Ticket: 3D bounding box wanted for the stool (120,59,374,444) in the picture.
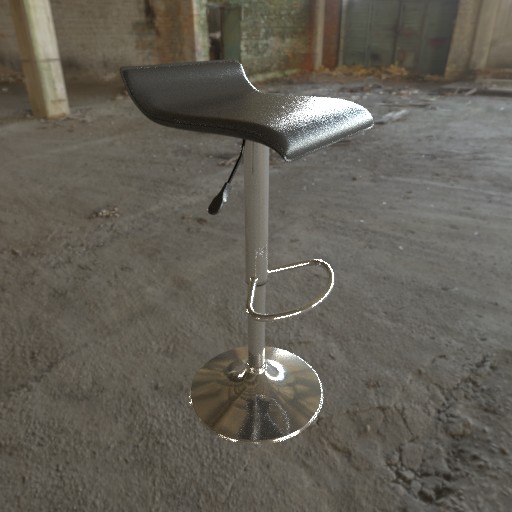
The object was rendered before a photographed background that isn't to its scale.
[{"bbox_3d":[0.000,0.000,1.074,0.381,0.851,0.381,17,32,31],"label":"stool"}]
